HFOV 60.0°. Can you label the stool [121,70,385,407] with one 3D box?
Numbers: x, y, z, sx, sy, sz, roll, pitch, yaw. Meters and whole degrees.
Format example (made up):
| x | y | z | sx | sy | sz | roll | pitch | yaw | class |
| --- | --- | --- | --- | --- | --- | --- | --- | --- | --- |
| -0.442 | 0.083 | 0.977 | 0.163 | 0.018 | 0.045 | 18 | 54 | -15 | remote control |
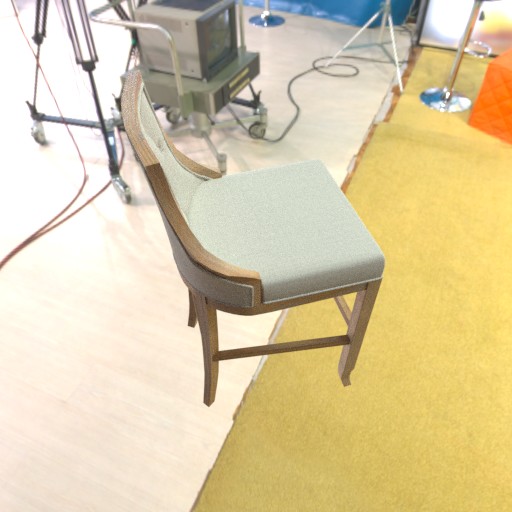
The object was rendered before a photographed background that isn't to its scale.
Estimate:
| x | y | z | sx | sy | sz | roll | pitch | yaw | class |
| --- | --- | --- | --- | --- | --- | --- | --- | --- | --- |
| 0.000 | 0.000 | 1.447 | 0.626 | 1.101 | 0.524 | -11 | 47 | -11 | stool |
